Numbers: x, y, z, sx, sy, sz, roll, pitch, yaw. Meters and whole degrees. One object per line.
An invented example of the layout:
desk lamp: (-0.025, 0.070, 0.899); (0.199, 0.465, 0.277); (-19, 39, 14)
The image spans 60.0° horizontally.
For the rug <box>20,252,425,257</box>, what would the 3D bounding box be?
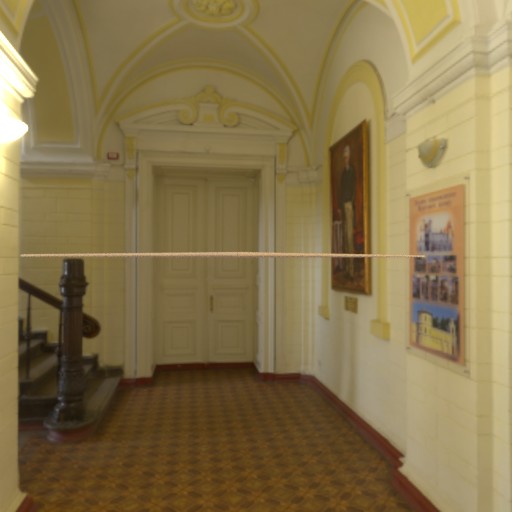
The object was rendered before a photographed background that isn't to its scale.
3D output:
rug: (0.000, 0.000, 2.897); (1.528, 0.014, 2.294); (0, 0, 36)
